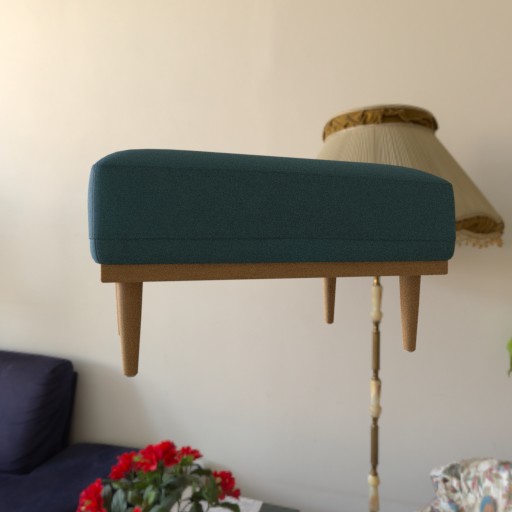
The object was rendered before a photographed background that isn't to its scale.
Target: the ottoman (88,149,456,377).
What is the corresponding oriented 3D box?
[{"bbox_3d":[0.000,0.000,1.080,0.749,0.428,0.549,0,1,-18],"label":"ottoman"}]
